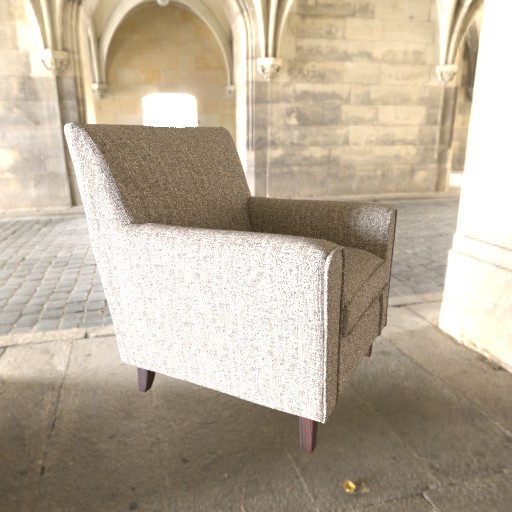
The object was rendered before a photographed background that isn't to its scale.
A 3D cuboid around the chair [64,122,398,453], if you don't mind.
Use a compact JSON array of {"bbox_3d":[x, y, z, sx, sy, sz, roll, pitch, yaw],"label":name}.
[{"bbox_3d":[0.000,0.000,1.621,0.873,0.928,0.864,8,17,27],"label":"chair"}]
